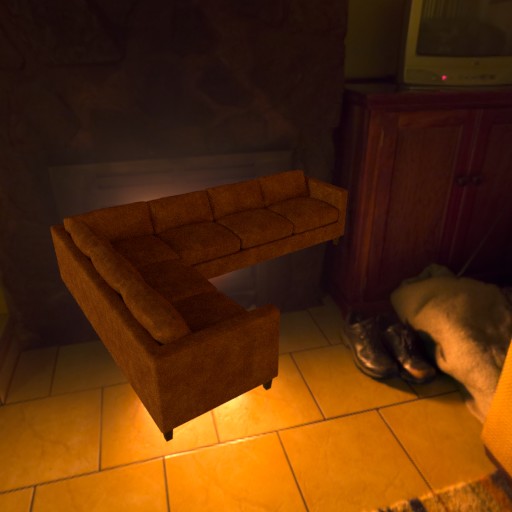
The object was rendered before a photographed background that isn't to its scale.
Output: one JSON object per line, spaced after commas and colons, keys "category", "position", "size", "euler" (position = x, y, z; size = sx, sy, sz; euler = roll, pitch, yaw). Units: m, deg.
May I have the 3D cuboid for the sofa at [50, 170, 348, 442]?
{"category": "sofa", "position": [0.000, 0.000, 4.320], "size": [3.150, 0.838, 2.438], "euler": [-18, 32, -31]}
